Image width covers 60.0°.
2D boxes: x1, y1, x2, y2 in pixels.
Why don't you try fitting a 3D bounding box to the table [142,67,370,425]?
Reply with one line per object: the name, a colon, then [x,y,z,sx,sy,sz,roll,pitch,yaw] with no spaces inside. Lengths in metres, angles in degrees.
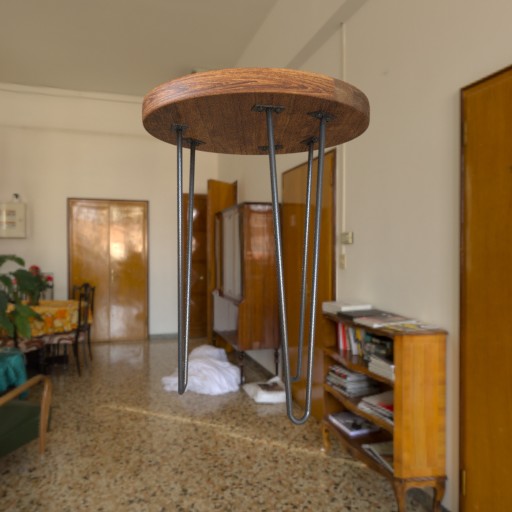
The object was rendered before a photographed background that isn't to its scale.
table: [0.000,0.000,0.806,0.400,0.520,0.400,0,1,0]
